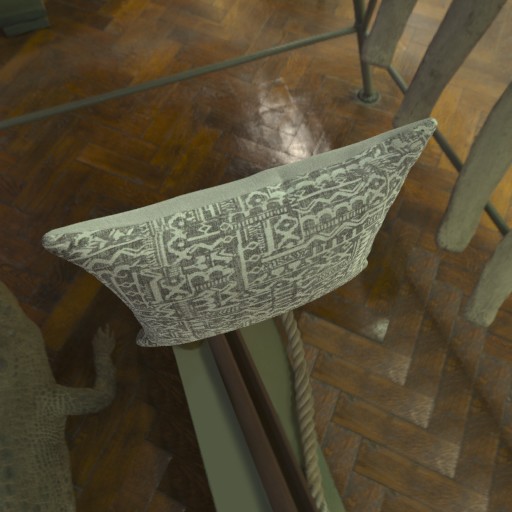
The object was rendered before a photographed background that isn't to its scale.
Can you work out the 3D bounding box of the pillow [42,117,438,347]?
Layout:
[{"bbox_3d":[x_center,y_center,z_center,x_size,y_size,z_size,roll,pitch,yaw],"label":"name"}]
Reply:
[{"bbox_3d":[0.000,0.000,0.779,0.546,0.487,0.180,-18,66,-9],"label":"pillow"}]
